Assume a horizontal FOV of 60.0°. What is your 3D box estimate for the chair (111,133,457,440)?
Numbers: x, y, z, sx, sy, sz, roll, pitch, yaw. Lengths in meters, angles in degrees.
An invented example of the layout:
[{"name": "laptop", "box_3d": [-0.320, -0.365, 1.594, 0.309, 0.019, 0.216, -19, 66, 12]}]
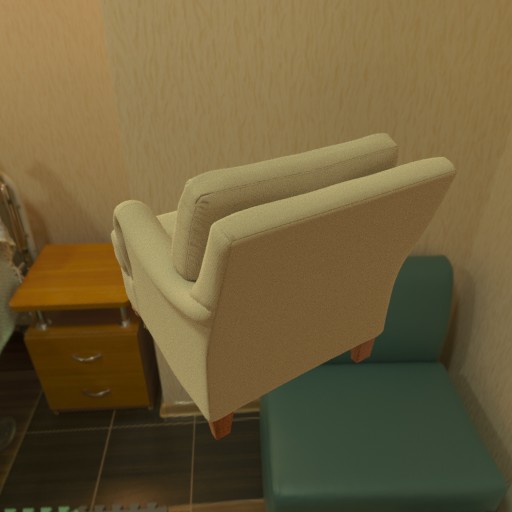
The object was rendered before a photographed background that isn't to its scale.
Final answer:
[{"name": "chair", "box_3d": [0.000, 0.000, 1.837, 0.955, 1.038, 1.070, -19, 36, -28]}]
